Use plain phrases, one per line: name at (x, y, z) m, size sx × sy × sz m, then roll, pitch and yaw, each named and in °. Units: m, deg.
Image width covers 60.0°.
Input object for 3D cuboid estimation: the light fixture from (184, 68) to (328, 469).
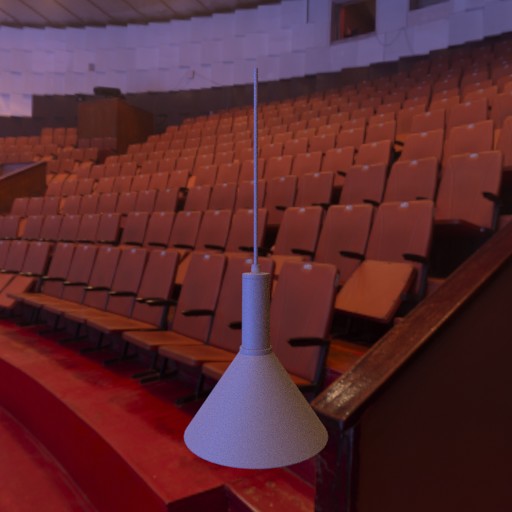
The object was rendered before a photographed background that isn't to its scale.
light fixture at (0.000, 0.000, 0.820) m, size 0.267 × 0.683 × 0.267 m, roll -1°, pitch 2°, yaw -35°
